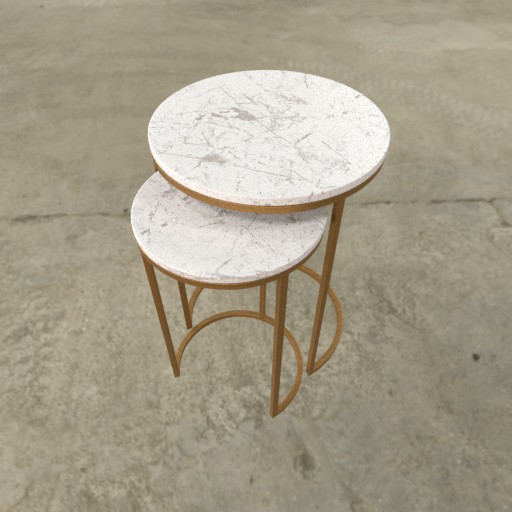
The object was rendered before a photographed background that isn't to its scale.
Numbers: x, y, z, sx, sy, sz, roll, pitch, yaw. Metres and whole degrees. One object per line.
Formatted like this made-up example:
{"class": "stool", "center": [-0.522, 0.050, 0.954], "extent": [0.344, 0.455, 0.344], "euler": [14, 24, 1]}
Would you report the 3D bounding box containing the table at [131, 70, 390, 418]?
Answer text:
{"class": "table", "center": [0.000, 0.000, 0.910], "extent": [0.400, 0.550, 0.507], "euler": [18, 49, 16]}
